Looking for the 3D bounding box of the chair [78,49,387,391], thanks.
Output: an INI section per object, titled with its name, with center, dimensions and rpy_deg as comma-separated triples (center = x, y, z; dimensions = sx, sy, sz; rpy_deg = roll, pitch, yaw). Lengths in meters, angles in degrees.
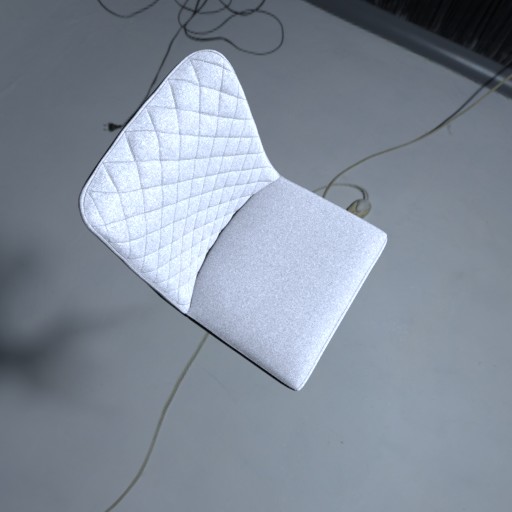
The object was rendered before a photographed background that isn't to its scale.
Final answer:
[chair]
center = 0.000, 0.000, 1.238
dimensions = 0.587, 0.889, 0.508
rpy_deg = 31, 76, 9
